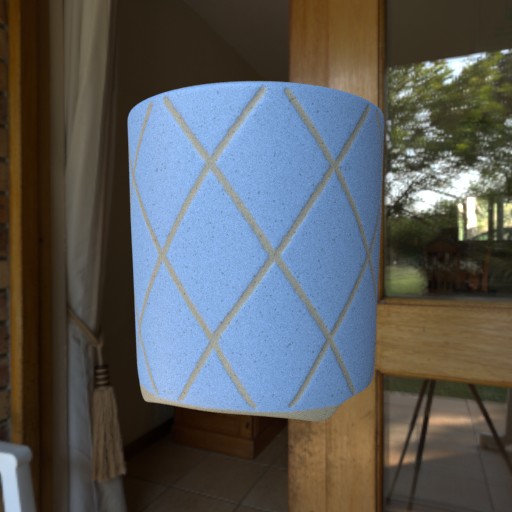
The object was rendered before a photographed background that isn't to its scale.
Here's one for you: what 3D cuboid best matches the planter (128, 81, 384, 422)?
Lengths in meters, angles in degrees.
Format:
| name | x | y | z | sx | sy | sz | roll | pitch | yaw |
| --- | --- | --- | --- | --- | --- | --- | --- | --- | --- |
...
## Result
| name | x | y | z | sx | sy | sz | roll | pitch | yaw |
| --- | --- | --- | --- | --- | --- | --- | --- | --- | --- |
| planter | 0.000 | 0.000 | 0.344 | 0.191 | 0.200 | 0.191 | 0 | 1 | 0 |
